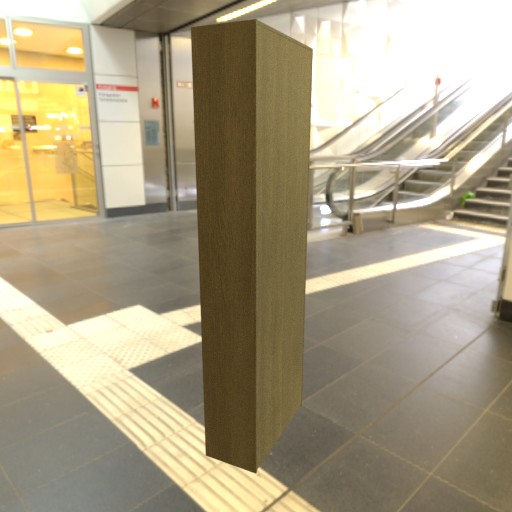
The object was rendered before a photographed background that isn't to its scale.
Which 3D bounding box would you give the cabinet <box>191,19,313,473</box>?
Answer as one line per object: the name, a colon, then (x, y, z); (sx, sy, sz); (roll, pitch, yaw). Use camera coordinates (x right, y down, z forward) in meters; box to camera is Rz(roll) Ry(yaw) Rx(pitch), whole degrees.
cabinet: (0.000, 0.000, 1.822); (0.255, 1.630, 0.520); (7, 17, 25)
